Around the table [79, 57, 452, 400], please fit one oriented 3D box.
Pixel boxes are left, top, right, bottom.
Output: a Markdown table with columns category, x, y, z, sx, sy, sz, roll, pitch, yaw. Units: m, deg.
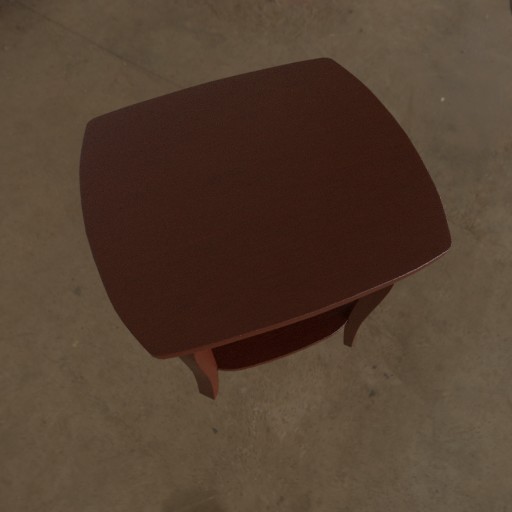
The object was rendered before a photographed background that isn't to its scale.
| category | x | y | z | sx | sy | sz | roll | pitch | yaw |
| --- | --- | --- | --- | --- | --- | --- | --- | --- | --- |
| table | 0.000 | 0.000 | 0.871 | 0.502 | 0.496 | 0.433 | -18 | 65 | -9 |
